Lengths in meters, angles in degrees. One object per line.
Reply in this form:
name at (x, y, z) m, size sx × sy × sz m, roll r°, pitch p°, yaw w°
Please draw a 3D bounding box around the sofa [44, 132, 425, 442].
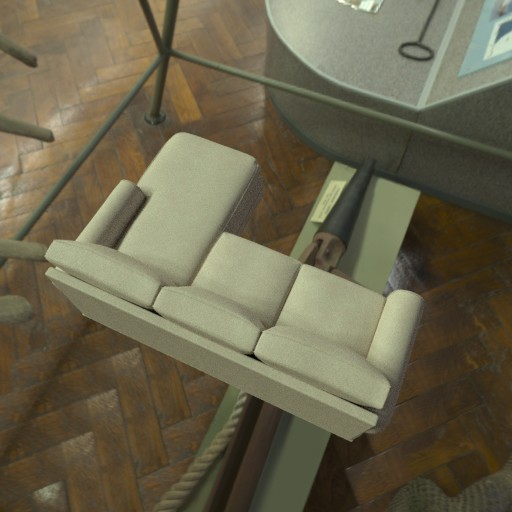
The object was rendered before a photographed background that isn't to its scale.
sofa at (0.000, 0.000, 2.377) m, size 1.770 × 0.734 × 1.226 m, roll 22°, pitch 64°, yaw 11°
